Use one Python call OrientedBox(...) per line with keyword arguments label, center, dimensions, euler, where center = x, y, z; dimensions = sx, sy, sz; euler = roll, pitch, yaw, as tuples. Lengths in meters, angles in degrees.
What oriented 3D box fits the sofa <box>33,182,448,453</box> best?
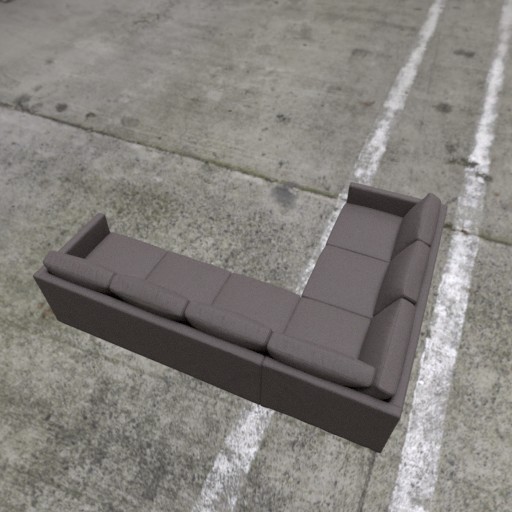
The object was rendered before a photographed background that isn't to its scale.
OrientedBox(label="sofa", center=(0.000, 0.000, 4.329), dimensions=(3.182, 0.871, 2.432), euler=(18, 49, 16))
